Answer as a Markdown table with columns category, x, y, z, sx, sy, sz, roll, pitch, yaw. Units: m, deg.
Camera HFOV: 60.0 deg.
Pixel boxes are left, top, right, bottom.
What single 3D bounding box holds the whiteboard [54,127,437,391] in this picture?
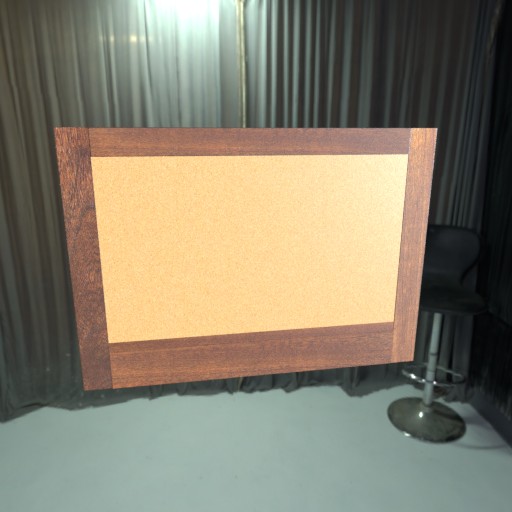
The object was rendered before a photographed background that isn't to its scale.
| category | x | y | z | sx | sy | sz | roll | pitch | yaw |
| --- | --- | --- | --- | --- | --- | --- | --- | --- | --- |
| whiteboard | 0.000 | 0.000 | 1.007 | 0.783 | 0.559 | 0.083 | -3 | 16 | -10 |
